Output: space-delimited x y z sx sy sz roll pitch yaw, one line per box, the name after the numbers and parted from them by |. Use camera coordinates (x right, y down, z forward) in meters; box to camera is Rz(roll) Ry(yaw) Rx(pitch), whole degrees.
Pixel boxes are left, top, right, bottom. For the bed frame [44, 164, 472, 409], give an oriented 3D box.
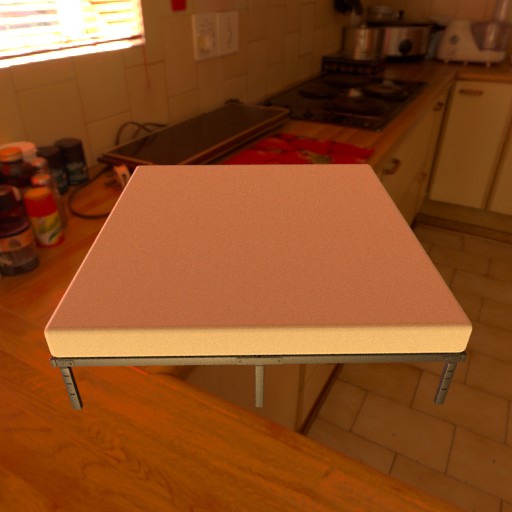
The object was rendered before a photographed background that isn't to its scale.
0.000 0.000 3.826 2.526 0.680 2.635 -1 32 -1 | bed frame
